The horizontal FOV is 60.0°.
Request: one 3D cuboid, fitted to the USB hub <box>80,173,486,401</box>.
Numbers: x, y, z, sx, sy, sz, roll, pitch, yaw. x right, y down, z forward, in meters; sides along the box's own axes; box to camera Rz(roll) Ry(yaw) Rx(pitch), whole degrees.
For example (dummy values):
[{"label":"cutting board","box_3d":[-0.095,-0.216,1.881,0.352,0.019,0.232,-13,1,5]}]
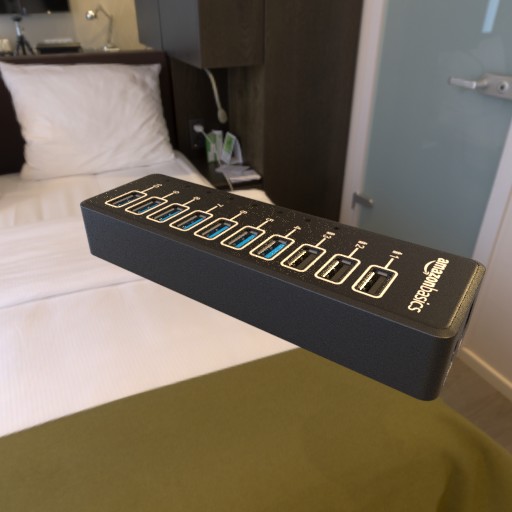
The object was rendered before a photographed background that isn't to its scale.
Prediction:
[{"label":"USB hub","box_3d":[0.000,0.000,0.162,0.145,0.023,0.044,19,36,29]}]
